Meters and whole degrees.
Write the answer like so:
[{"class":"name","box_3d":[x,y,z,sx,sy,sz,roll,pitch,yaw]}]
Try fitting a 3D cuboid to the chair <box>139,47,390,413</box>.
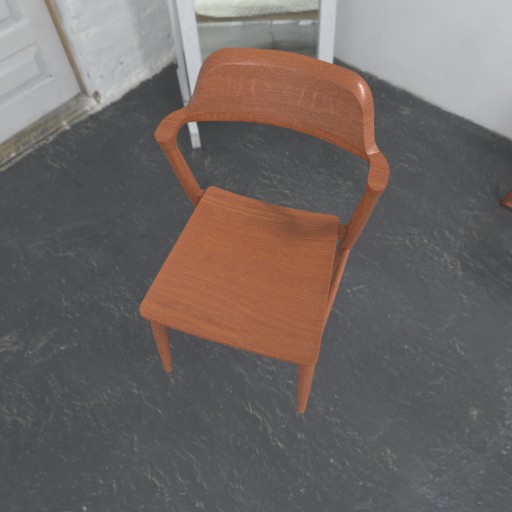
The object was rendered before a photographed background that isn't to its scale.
[{"class":"chair","box_3d":[0.000,0.000,1.112,0.496,0.801,0.499,15,60,9]}]
